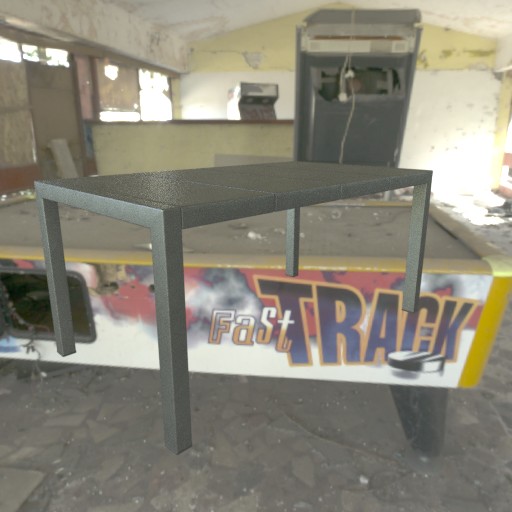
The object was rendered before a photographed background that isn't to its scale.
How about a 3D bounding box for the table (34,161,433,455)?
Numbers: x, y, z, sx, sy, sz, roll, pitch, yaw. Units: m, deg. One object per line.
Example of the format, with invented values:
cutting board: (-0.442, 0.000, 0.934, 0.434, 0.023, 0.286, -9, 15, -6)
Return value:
table: (0.000, 0.000, 1.272, 0.965, 0.460, 0.559, -15, 22, -43)
